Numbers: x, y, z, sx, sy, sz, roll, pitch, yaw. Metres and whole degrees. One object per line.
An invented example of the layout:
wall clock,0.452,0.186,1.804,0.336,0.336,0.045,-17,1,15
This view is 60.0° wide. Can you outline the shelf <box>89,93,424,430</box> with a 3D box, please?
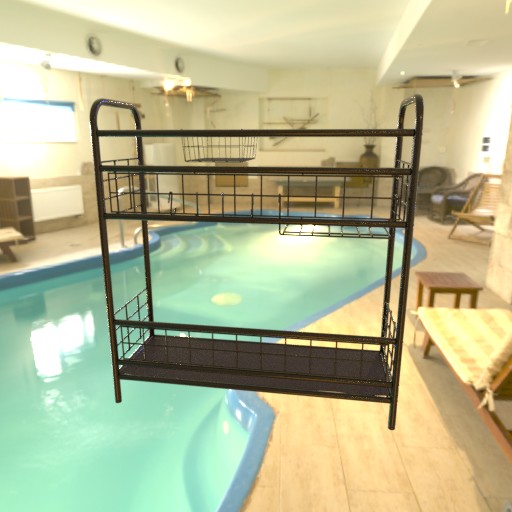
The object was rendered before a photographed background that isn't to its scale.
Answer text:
shelf,0.000,0.000,1.525,0.961,1.026,0.350,2,15,9
